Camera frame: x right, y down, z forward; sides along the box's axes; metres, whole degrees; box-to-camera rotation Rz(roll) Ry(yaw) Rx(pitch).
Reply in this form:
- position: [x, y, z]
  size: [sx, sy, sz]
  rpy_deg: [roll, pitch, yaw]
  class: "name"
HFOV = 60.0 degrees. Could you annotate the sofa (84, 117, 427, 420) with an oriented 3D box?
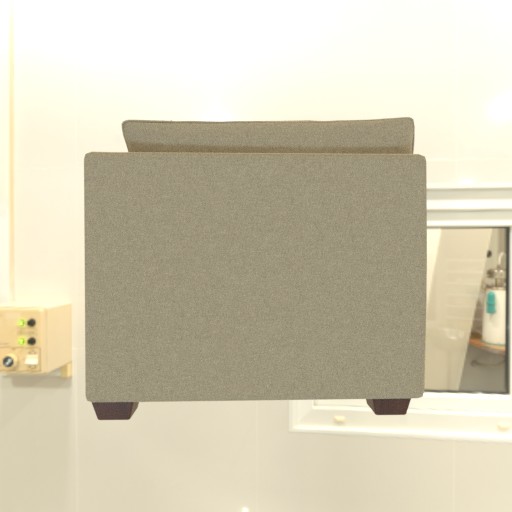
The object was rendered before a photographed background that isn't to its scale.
- position: [0.000, 0.000, 1.917]
  size: [1.084, 1.002, 1.146]
  rpy_deg: [0, 1, -2]
  class: "sofa"
